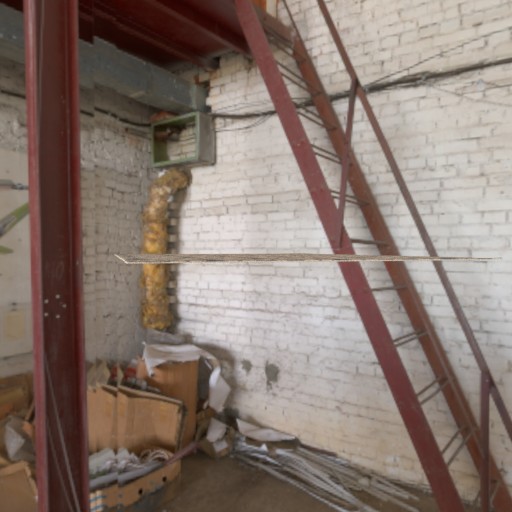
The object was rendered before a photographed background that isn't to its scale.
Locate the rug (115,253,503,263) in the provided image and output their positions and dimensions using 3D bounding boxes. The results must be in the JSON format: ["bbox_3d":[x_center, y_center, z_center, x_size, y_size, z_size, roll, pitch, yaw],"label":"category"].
[{"bbox_3d":[0.000,0.000,4.100,2.437,0.015,3.205,0,1,-19],"label":"rug"}]
